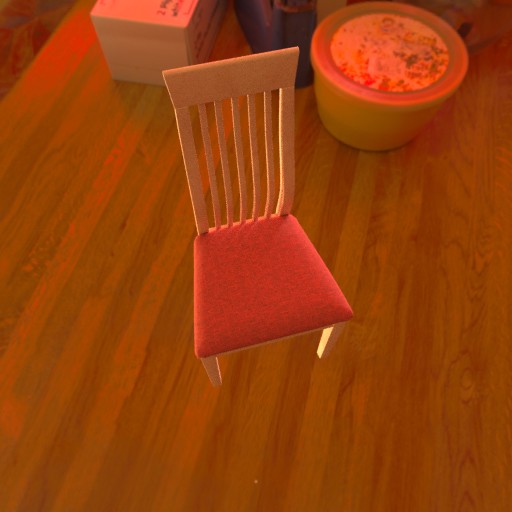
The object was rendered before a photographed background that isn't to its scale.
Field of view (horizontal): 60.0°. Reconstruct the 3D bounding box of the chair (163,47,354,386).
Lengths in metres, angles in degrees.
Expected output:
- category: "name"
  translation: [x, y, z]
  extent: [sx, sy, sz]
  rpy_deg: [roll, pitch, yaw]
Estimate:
- category: "chair"
  translation: [0.000, 0.000, 1.285]
  extent: [0.460, 1.027, 0.474]
  rpy_deg: [-13, 64, -7]
